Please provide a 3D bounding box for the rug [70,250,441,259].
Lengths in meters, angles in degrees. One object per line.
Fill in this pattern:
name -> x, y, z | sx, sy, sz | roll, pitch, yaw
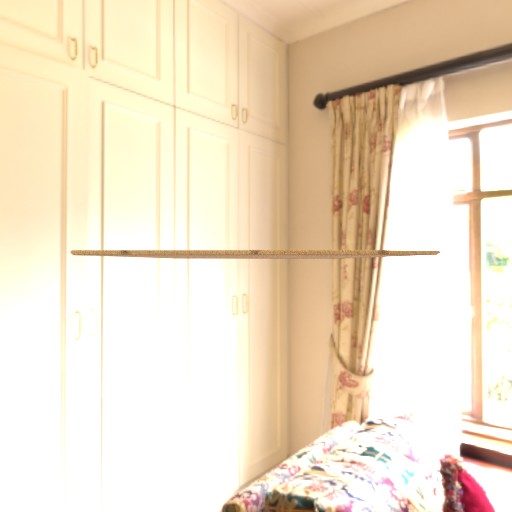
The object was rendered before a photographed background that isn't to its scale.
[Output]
rug -> 0.000, 0.000, 3.479 | 1.801, 0.026, 2.701 | 0, -1, 0
